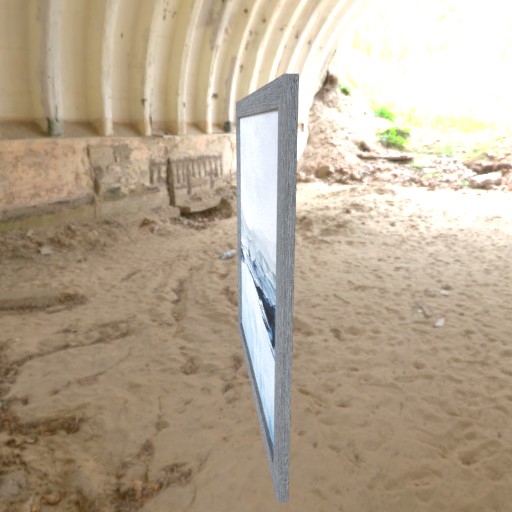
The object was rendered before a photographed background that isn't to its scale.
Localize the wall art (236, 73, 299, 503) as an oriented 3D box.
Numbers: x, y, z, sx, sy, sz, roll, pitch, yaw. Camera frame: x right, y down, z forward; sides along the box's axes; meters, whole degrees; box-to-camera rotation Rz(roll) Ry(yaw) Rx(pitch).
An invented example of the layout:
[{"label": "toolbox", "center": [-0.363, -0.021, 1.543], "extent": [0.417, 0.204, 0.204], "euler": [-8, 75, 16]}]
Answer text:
[{"label": "wall art", "center": [0.000, 0.000, 0.991], "extent": [0.020, 0.685, 0.685], "euler": [-2, 16, -7]}]
